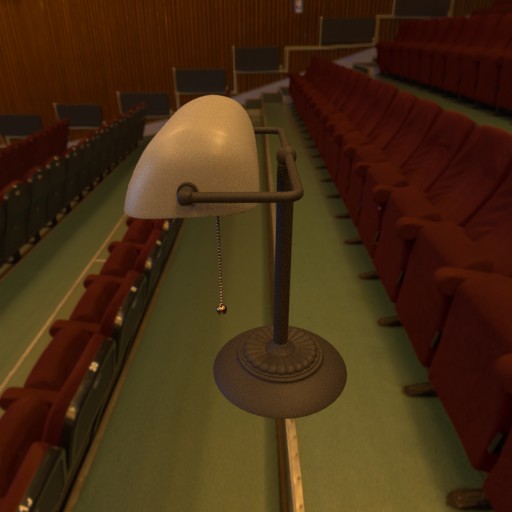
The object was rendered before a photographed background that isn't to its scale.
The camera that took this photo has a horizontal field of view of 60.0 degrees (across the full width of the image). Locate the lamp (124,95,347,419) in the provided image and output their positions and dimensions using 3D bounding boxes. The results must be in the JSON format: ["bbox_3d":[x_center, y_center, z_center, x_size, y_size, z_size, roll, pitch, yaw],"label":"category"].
[{"bbox_3d":[0.000,0.000,0.520,0.243,0.339,0.264,0,28,-1],"label":"lamp"}]
